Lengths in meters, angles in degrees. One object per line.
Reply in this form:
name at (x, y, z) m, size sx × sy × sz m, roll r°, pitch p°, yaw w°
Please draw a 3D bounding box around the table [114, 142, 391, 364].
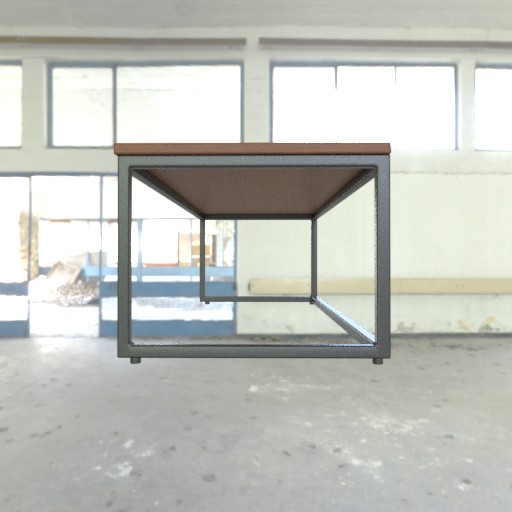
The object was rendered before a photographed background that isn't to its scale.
table at (0.000, 0.000, 1.344) m, size 0.500 × 0.400 × 1.100 m, roll 0°, pitch 0°, yaw 1°
